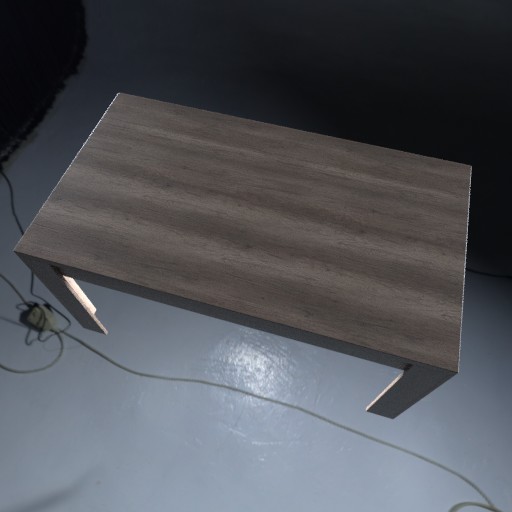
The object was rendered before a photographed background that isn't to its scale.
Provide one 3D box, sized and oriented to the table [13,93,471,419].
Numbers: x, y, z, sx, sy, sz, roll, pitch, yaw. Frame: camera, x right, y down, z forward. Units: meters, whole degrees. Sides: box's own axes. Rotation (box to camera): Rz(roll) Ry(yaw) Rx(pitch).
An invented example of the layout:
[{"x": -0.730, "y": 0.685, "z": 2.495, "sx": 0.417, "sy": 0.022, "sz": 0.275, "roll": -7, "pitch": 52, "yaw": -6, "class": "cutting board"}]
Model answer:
[{"x": 0.000, "y": 0.000, "z": 2.070, "sx": 1.600, "sy": 0.775, "sz": 0.900, "roll": 14, "pitch": 61, "yaw": 8, "class": "table"}]
